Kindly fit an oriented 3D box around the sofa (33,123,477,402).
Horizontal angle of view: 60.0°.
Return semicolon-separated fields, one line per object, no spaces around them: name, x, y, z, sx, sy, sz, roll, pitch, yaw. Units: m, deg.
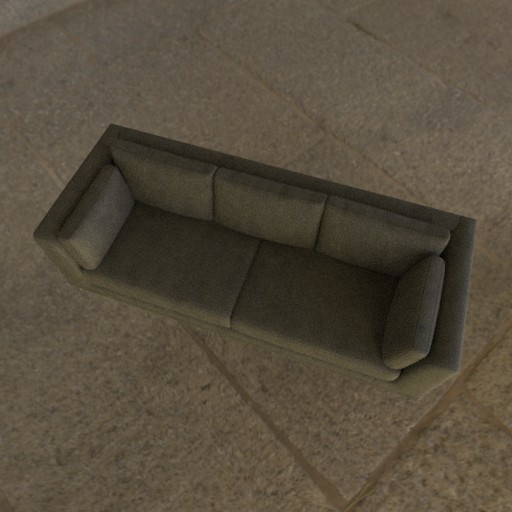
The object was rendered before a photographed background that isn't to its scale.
sofa;0.000;0.000;2.831;2.415;0.867;0.969;17;62;9
